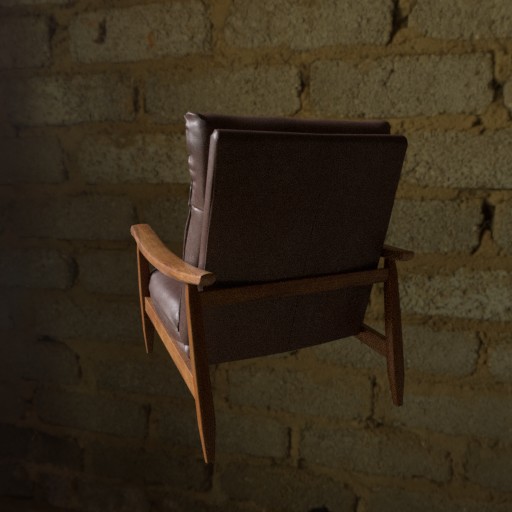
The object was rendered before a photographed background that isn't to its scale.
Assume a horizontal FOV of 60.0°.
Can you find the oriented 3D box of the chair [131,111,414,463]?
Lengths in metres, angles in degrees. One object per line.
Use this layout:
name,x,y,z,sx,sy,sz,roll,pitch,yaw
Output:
chair,0.000,0.000,1.562,0.782,0.897,0.830,-6,13,-24
